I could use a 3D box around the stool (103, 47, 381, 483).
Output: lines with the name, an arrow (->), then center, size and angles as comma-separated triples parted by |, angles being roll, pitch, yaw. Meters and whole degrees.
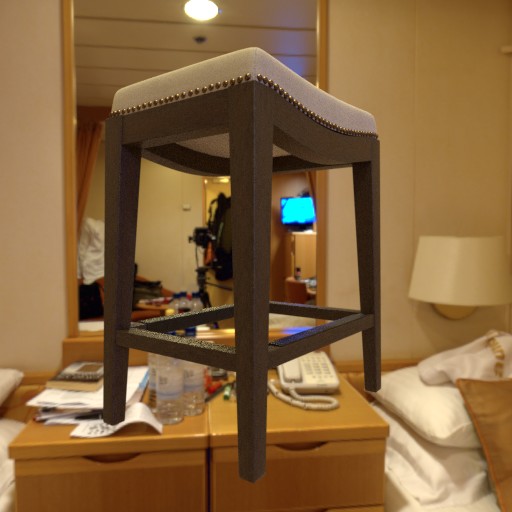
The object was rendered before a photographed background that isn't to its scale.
stool -> 0.000, 0.000, 0.931 | 0.361, 0.642, 0.500 | 2, 3, 36
